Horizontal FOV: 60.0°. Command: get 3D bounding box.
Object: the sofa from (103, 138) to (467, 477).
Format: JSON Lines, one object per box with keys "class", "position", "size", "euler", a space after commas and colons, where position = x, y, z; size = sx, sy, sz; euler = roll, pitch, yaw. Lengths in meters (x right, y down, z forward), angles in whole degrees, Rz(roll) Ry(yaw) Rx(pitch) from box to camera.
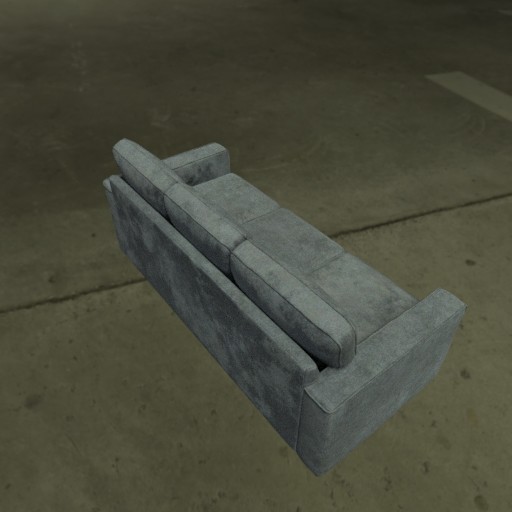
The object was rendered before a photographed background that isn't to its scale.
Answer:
{"class": "sofa", "position": [0.000, 0.000, 2.608], "size": [0.939, 0.965, 2.133], "euler": [-27, 48, -28]}
